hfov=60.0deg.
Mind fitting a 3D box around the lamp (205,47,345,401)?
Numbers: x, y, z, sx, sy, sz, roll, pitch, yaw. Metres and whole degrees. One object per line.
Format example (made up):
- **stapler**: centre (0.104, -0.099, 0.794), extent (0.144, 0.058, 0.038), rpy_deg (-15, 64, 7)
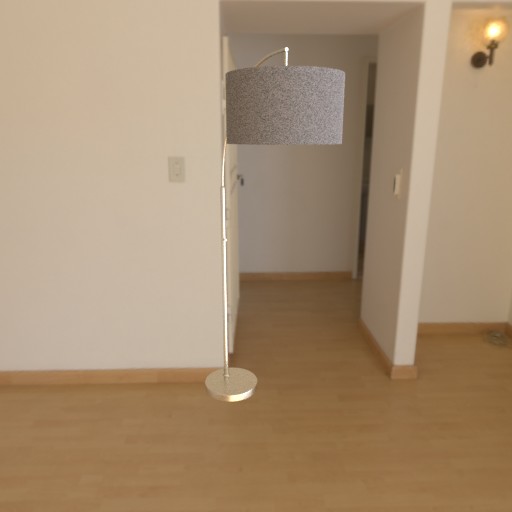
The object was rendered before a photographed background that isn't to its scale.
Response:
- **lamp**: centre (0.000, 0.000, 2.098), extent (0.452, 1.735, 0.934), rpy_deg (-8, 17, -26)
